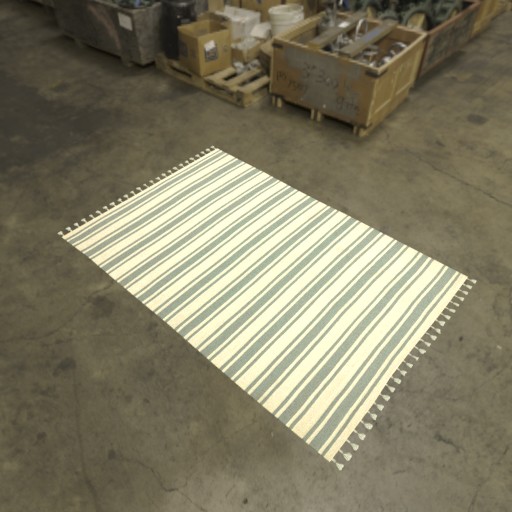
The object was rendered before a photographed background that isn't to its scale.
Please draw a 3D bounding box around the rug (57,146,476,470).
[{"bbox_3d":[0.000,0.000,2.979,2.410,0.011,1.539,32,54,28],"label":"rug"}]
